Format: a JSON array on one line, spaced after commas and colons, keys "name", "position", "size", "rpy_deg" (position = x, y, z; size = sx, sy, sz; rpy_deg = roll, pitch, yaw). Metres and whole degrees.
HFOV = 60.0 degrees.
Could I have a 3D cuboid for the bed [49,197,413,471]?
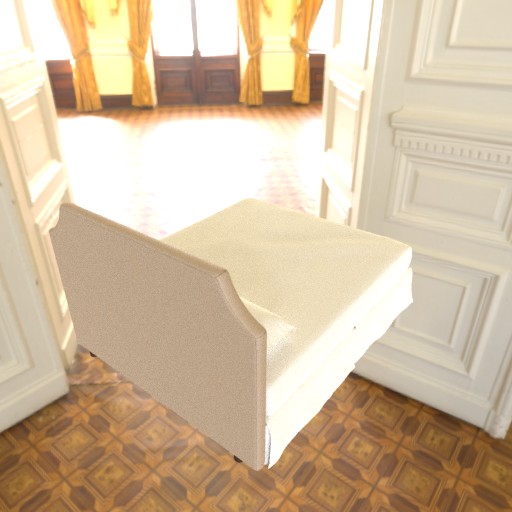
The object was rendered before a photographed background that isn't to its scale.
[{"name": "bed", "position": [0.000, 0.000, 4.248], "size": [2.350, 1.590, 2.773], "rpy_deg": [21, 36, 32]}]
